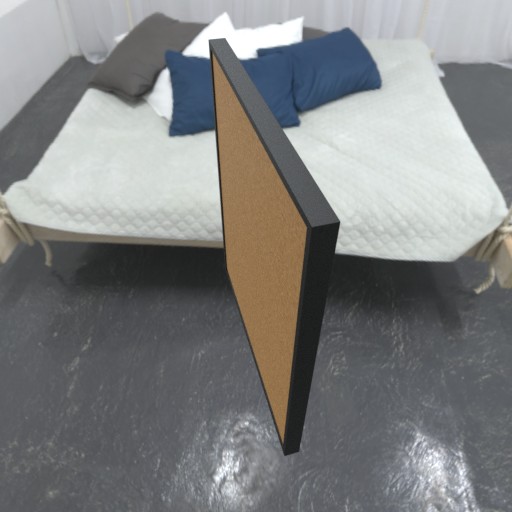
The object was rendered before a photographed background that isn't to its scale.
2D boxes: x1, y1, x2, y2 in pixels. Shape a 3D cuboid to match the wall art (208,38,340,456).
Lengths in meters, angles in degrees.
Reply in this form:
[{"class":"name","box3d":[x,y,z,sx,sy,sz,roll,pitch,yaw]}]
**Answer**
[{"class":"wall art","box3d":[0.000,0.000,0.528,0.019,0.381,0.330,-11,47,-11]}]
